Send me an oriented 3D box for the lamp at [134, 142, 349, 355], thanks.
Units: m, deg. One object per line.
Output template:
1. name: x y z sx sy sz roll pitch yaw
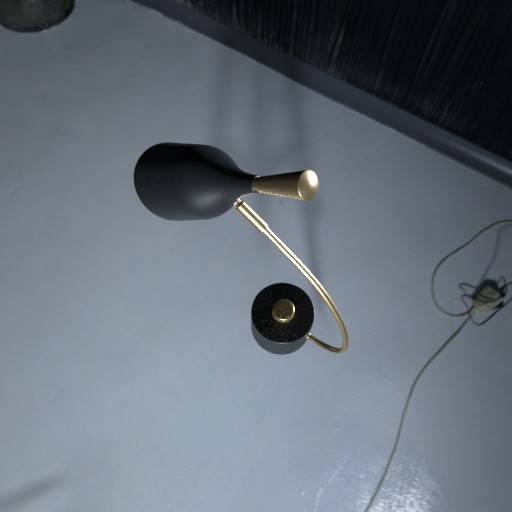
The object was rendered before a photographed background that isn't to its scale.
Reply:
1. lamp: 0.000 0.000 0.627 0.352 0.464 0.110 31 68 14
